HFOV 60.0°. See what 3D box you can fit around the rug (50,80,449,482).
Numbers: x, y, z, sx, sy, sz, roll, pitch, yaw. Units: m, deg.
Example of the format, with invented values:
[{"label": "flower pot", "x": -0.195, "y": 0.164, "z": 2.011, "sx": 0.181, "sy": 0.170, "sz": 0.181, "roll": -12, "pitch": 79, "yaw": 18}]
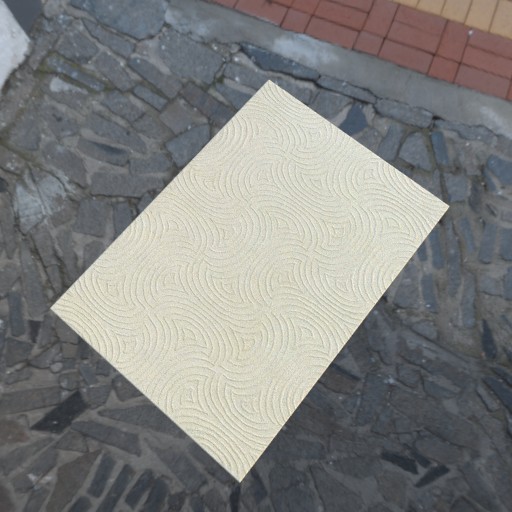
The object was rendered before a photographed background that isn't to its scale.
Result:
[{"label": "rug", "x": 0.000, "y": 0.000, "z": 2.814, "sx": 1.526, "sy": 0.015, "sz": 2.132, "roll": 38, "pitch": 78, "yaw": 10}]
